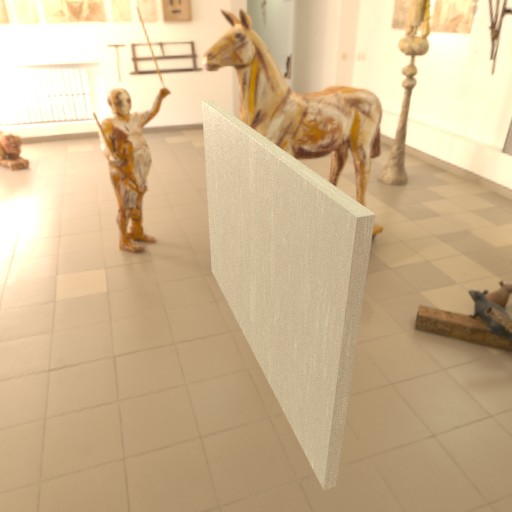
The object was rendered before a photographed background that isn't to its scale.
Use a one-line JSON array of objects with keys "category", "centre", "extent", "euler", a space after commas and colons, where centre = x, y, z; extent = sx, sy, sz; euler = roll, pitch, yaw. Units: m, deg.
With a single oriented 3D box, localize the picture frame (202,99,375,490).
[{"category": "picture frame", "centre": [0.000, 0.000, 1.184], "extent": [0.029, 0.640, 0.950], "euler": [-10, 31, -17]}]
